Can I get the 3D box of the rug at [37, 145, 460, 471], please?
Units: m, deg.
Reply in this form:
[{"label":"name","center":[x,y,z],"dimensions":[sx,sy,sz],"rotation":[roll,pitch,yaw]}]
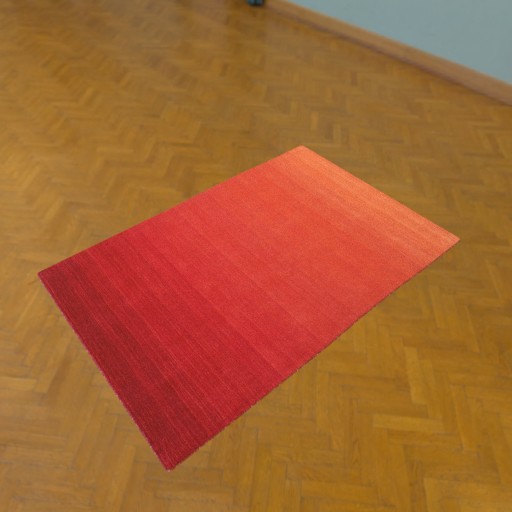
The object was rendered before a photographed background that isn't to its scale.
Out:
[{"label":"rug","center":[0.000,0.000,2.287],"dimensions":[1.835,0.018,1.230],"rotation":[-31,53,-27]}]
